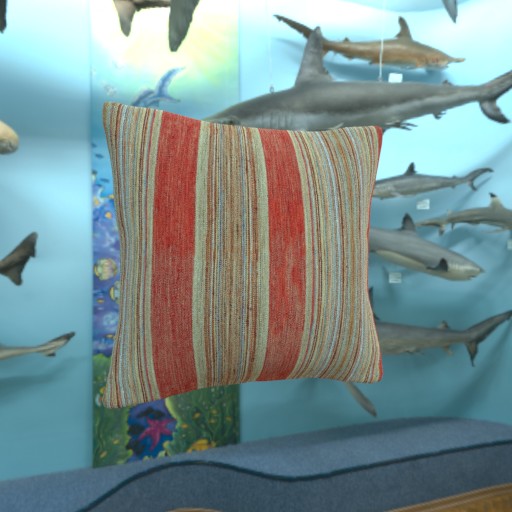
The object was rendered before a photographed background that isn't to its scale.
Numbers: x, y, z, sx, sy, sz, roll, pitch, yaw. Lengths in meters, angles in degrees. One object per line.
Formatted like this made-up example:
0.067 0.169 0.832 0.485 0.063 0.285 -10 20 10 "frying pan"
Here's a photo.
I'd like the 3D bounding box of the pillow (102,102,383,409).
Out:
0.000 0.000 0.662 0.437 0.419 0.136 0 1 -17 "pillow"
